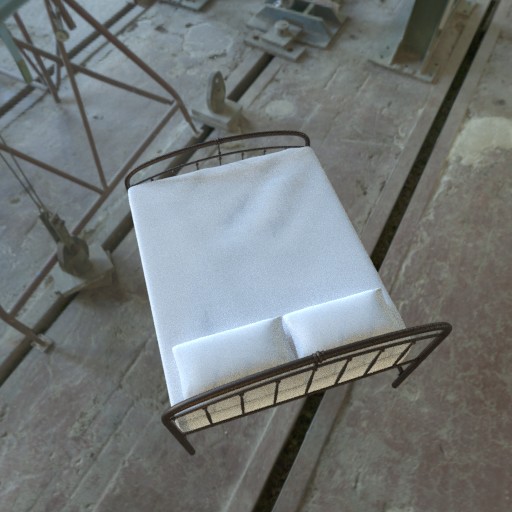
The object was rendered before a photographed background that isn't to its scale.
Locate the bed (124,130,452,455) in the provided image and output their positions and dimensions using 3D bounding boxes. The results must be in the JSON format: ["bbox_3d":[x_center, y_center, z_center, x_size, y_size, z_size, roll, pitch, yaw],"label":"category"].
[{"bbox_3d":[0.000,0.000,3.318,1.711,1.425,2.180,-15,59,-9],"label":"bed"}]
